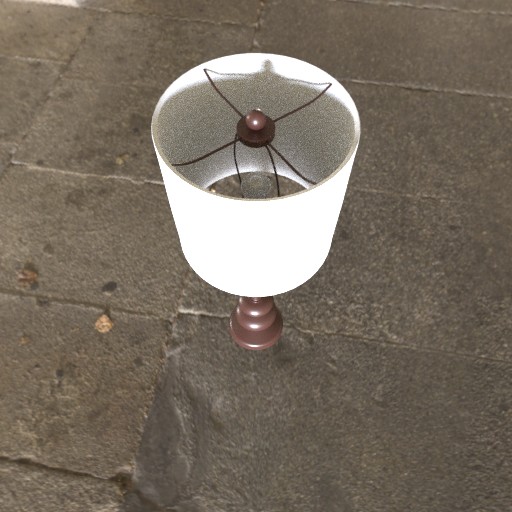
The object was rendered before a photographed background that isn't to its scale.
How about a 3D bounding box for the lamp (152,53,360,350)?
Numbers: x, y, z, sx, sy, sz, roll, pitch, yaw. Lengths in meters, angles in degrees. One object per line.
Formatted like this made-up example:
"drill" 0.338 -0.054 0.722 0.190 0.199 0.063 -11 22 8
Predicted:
"lamp" 0.000 0.000 0.828 0.254 0.690 0.254 -31 65 -17
